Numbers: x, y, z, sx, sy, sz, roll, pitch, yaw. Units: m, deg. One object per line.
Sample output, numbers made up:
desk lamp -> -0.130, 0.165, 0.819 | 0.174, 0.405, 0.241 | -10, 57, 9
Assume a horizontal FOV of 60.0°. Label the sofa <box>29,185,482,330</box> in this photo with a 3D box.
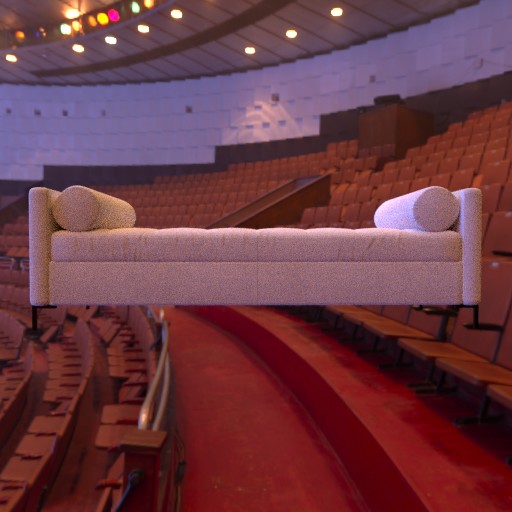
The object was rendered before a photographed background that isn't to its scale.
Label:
sofa -> 0.000, 0.000, 2.272 | 1.981, 0.635, 0.686 | 0, 1, -1
